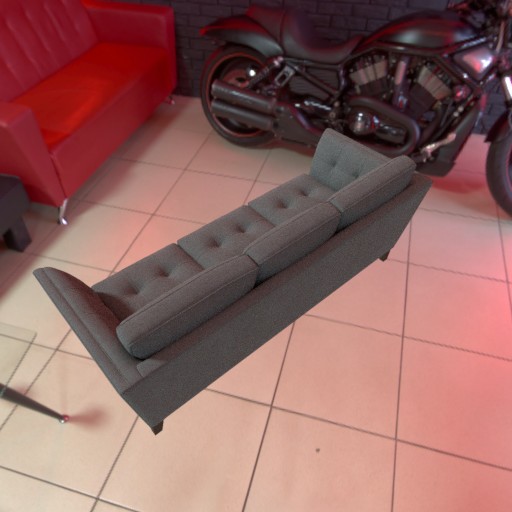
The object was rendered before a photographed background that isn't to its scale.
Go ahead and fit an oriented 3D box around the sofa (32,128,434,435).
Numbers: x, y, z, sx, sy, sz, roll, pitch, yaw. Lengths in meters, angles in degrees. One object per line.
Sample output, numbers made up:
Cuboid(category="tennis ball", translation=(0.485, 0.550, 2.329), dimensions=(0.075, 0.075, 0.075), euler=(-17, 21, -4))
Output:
Cuboid(category="sofa", translation=(0.000, 0.000, 2.909), dimensions=(2.387, 0.940, 0.965), euler=(-32, 52, -28))
